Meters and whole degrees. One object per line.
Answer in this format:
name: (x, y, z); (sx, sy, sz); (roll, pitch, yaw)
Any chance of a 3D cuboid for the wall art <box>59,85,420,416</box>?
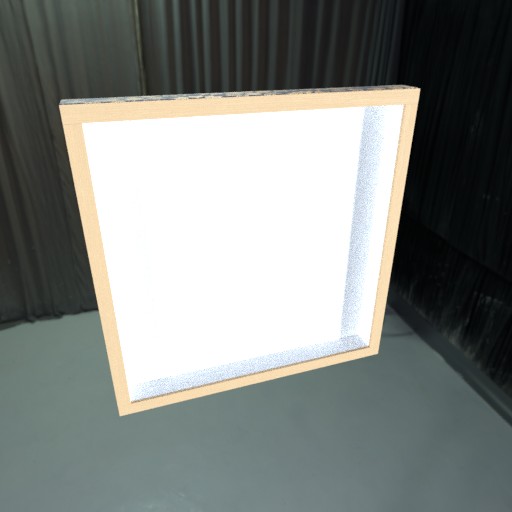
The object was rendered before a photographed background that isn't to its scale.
wall art: (0.000, 0.000, 0.583); (0.405, 0.405, 0.038); (-9, 29, -17)
